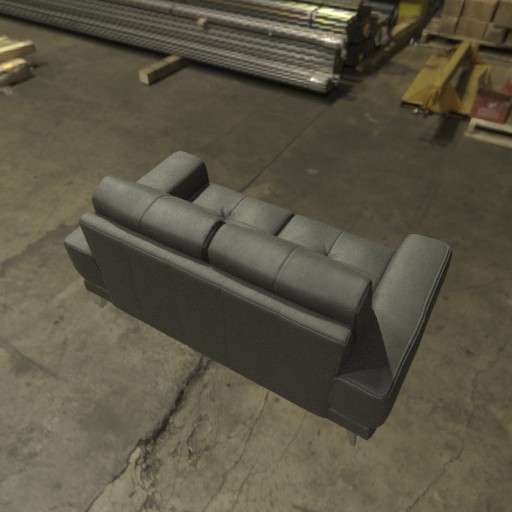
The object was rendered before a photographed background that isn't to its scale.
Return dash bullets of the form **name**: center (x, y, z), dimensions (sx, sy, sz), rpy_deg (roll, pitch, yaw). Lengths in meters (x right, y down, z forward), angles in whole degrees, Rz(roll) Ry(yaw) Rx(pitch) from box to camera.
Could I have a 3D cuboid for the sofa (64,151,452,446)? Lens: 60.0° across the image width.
- **sofa**: center (0.000, 0.000, 2.345), dimensions (1.806, 0.907, 1.018), rpy_deg (23, 50, 21)
